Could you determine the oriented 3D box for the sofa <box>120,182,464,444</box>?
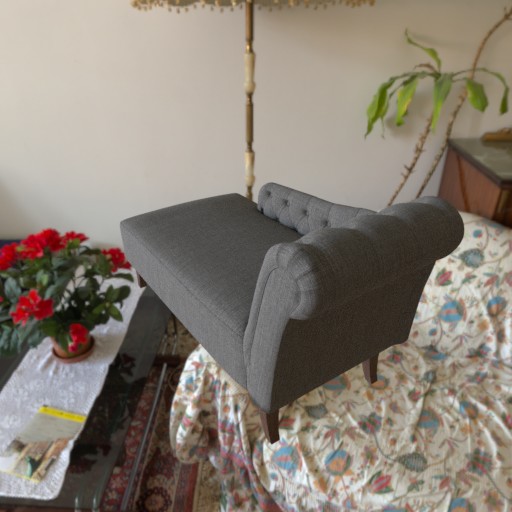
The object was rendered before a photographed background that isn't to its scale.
[{"bbox_3d":[0.000,0.000,1.796,0.675,0.787,1.379,-19,34,-30],"label":"sofa"}]
